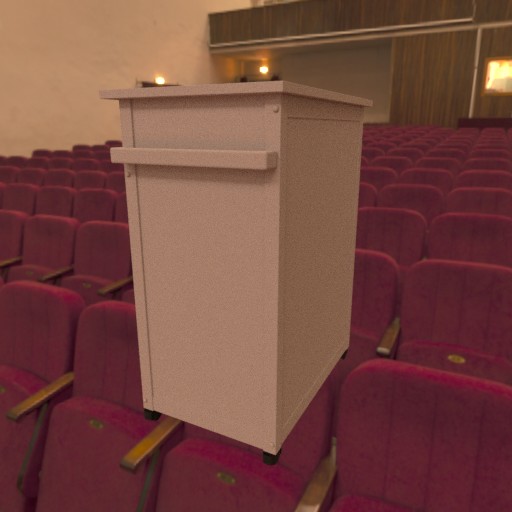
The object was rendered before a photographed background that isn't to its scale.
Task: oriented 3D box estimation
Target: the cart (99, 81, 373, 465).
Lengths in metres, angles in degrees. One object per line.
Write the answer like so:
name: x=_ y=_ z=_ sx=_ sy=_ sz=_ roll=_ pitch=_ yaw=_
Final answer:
cart: x=0.000 y=0.000 z=1.269 sx=0.442 sy=0.864 sz=0.683 roll=8 pitch=18 yaw=26
